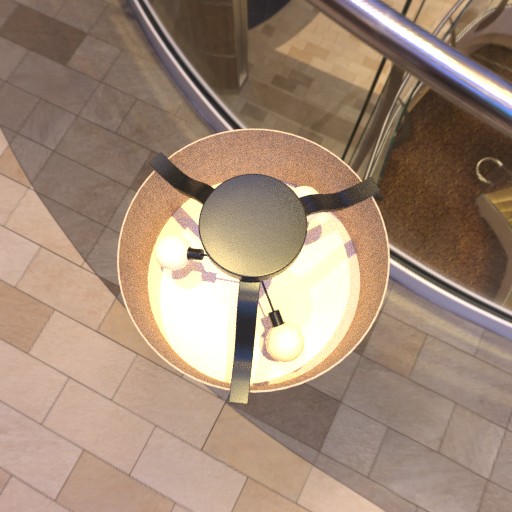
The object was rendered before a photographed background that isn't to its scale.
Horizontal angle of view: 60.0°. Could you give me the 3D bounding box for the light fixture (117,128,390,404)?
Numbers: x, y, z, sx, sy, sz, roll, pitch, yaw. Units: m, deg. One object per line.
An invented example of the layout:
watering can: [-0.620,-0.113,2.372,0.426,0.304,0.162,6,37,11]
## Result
light fixture: [0.000,0.000,0.656,0.390,0.306,0.390,0,76,0]
